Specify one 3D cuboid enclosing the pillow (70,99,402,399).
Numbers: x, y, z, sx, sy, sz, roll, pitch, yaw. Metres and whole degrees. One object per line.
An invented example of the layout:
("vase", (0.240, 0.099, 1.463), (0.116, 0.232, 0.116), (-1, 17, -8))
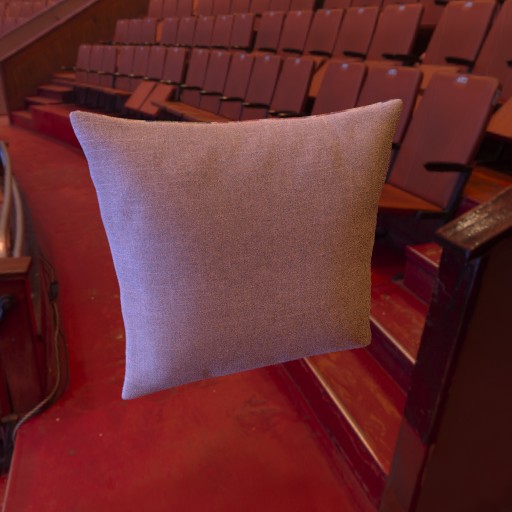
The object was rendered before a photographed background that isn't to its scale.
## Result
("pillow", (0.000, 0.000, 0.772), (0.523, 0.506, 0.166), (-8, 27, -17))
